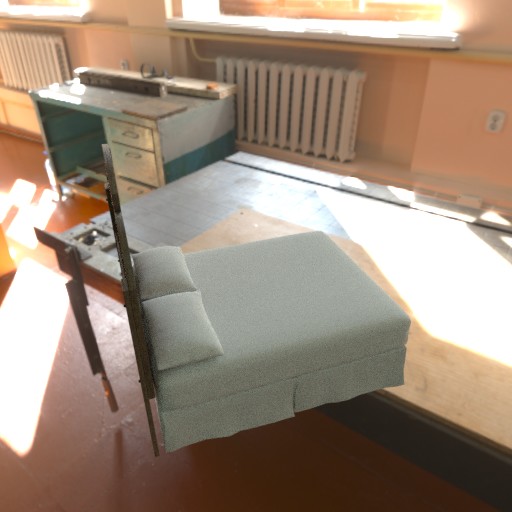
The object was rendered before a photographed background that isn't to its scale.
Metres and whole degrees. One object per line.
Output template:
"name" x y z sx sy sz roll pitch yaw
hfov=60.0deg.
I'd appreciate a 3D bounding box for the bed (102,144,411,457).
"bed" 0.000 0.000 3.605 2.138 2.019 1.713 -11 33 -17
